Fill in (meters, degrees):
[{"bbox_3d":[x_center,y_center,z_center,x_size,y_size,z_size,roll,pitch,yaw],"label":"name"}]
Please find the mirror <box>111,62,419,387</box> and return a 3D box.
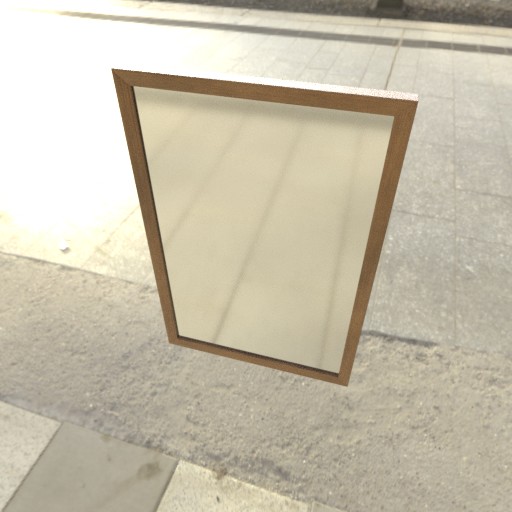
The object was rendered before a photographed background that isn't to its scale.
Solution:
[{"bbox_3d":[0.000,0.000,1.164,0.609,0.915,0.040,11,43,12],"label":"mirror"}]
